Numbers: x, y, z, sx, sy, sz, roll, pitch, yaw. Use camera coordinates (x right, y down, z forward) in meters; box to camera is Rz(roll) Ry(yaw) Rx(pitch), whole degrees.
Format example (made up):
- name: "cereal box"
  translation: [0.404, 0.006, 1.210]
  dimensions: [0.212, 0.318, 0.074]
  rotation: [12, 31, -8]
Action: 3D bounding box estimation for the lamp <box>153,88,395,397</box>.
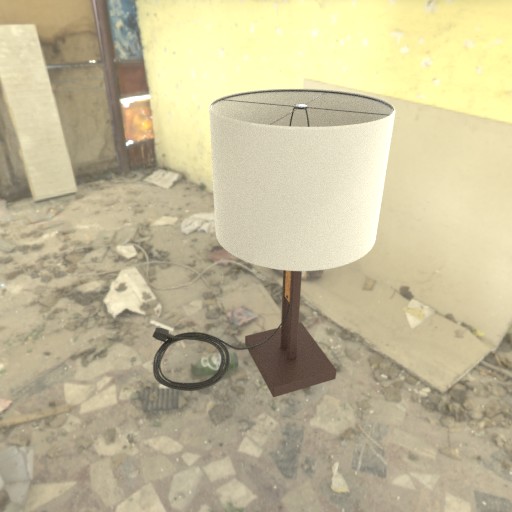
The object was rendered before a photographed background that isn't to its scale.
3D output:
- name: "lamp"
  translation: [0.000, 0.000, 1.019]
  dimensions: [0.525, 0.668, 0.396]
  rotation: [-11, 32, -18]
